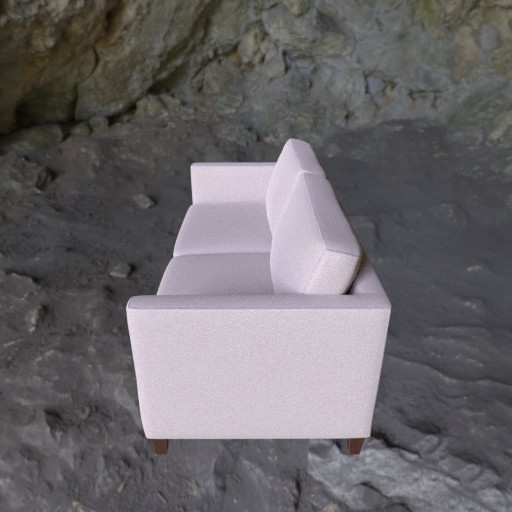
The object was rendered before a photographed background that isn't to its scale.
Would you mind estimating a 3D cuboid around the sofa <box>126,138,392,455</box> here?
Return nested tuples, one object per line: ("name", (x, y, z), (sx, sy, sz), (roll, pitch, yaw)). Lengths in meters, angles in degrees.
("sofa", (0.000, 0.000, 2.245), (0.873, 0.888, 1.722), (0, 27, 0))
